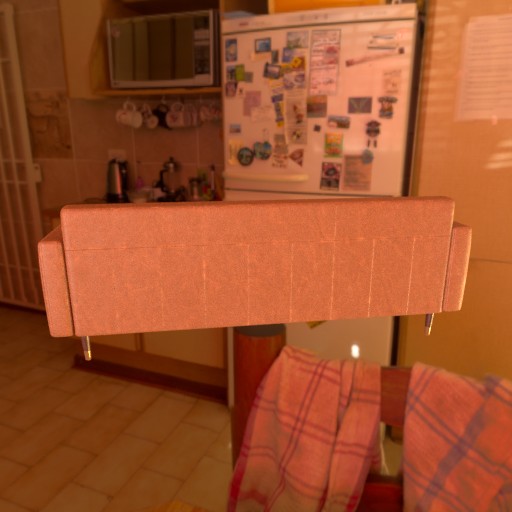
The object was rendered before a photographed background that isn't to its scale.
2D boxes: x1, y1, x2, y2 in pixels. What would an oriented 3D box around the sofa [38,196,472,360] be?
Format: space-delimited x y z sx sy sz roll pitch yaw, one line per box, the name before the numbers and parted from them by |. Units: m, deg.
sofa | 0.000 0.000 2.757 2.291 0.821 0.990 -2 16 -8
